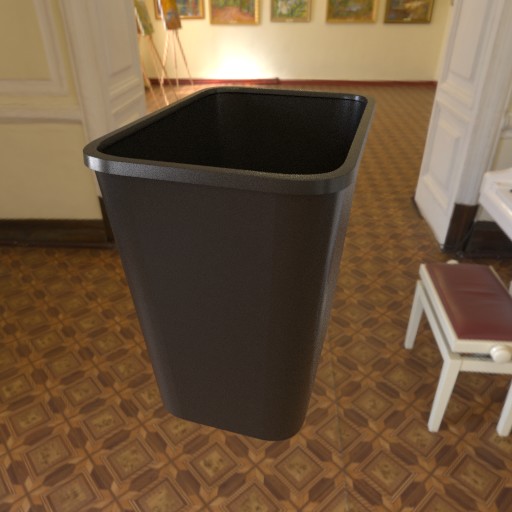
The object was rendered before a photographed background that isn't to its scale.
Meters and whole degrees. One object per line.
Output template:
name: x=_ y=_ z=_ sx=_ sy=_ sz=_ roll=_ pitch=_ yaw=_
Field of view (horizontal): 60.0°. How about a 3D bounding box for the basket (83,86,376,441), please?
basket: x=0.000 y=0.000 z=0.501 sx=0.211 sy=0.307 sz=0.300 roll=9 pitch=32 yaw=14
